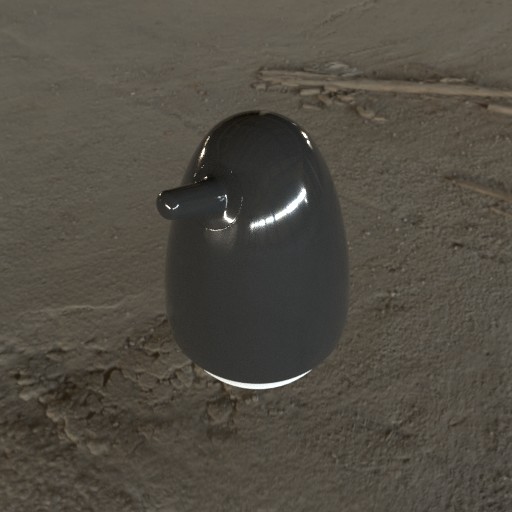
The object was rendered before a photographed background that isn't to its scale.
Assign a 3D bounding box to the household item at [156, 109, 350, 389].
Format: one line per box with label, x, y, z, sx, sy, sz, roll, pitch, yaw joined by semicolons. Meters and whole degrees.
household item;0.000;0.000;0.226;0.102;0.152;0.104;30;52;26
